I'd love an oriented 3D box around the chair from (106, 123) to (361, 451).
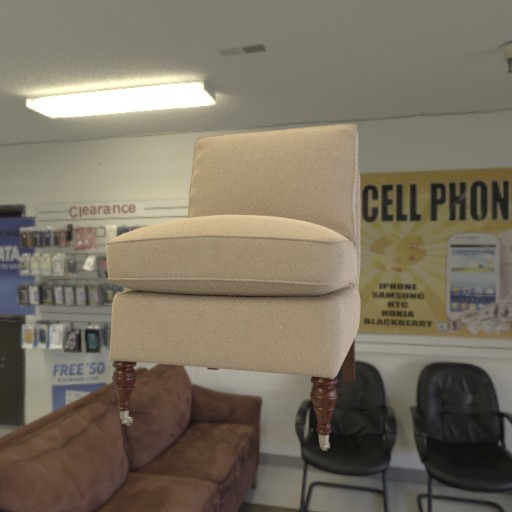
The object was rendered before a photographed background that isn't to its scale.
[{"bbox_3d":[0.000,0.000,1.634,0.724,1.052,0.912,0,0,17],"label":"chair"}]
